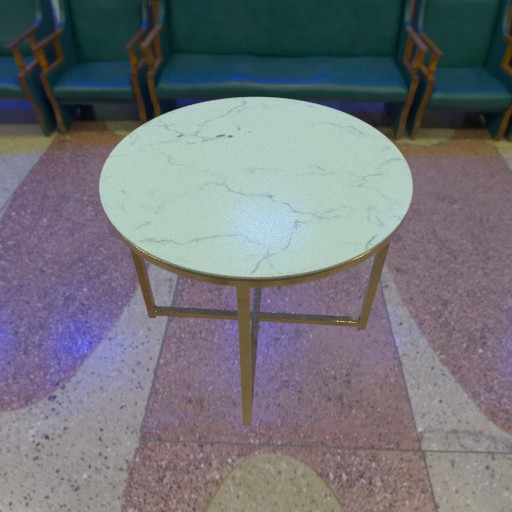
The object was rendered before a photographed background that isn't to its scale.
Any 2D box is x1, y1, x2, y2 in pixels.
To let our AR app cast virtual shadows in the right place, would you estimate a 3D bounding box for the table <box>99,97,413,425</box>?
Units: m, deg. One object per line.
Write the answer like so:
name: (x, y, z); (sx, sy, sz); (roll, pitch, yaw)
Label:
table: (0.000, 0.000, 0.874); (0.500, 0.420, 0.500); (0, 45, 0)
